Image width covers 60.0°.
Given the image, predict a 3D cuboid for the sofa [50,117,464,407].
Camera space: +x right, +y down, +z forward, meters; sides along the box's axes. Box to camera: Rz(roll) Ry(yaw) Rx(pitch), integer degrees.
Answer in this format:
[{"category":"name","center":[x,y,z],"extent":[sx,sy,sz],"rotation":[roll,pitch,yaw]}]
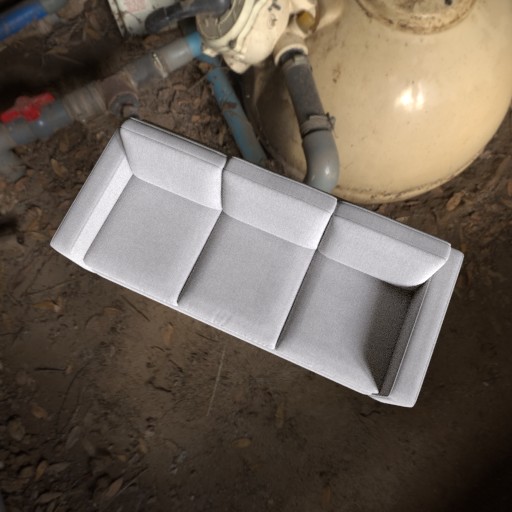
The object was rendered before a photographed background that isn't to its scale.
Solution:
[{"category":"sofa","center":[0.000,0.000,2.573],"extent":[2.120,0.800,0.900],"rotation":[23,76,6]}]
